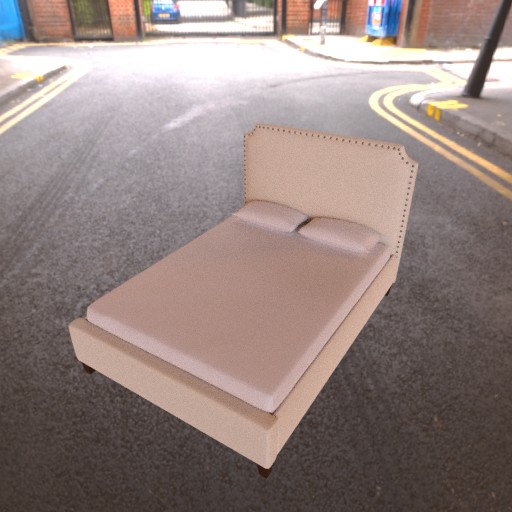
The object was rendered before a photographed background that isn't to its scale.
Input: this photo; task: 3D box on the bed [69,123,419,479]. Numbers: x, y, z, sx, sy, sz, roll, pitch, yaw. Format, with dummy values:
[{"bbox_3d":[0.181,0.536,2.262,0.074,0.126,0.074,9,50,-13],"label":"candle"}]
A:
[{"bbox_3d":[0.000,0.000,3.496,1.712,1.443,2.372,18,35,28],"label":"bed"}]
